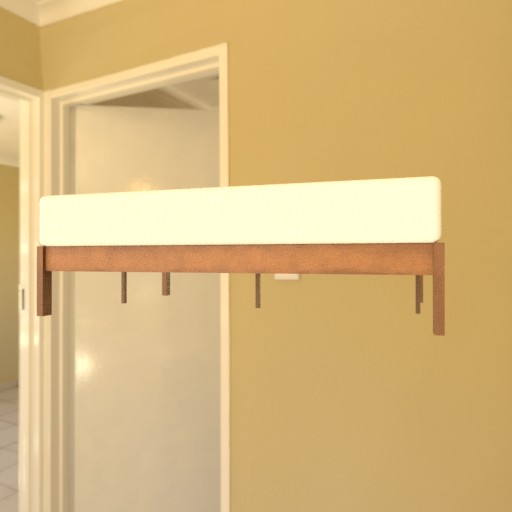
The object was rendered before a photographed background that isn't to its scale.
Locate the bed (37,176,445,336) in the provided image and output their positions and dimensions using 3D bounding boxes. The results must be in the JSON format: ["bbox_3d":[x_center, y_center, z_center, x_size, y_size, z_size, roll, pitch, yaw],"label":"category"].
[{"bbox_3d":[0.000,0.000,2.623,1.927,0.616,1.348,0,0,17],"label":"bed"}]
